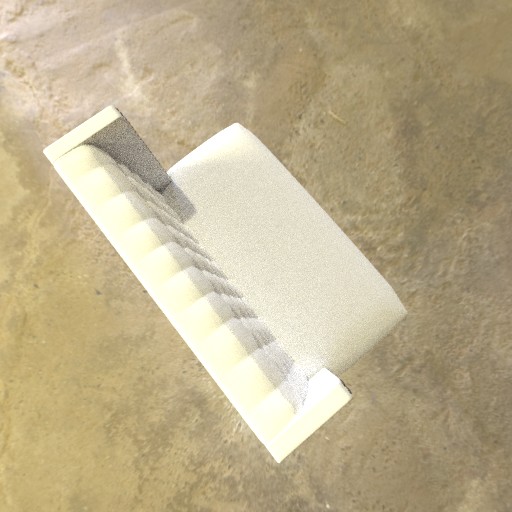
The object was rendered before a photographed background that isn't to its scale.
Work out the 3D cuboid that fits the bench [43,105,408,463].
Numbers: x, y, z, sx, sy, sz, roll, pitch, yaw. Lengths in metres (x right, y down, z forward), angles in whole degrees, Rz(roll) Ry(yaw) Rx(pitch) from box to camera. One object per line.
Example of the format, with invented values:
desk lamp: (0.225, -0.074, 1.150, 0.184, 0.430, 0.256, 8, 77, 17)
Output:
bench: (0.000, 0.000, 1.971, 0.847, 1.123, 1.280, -38, 79, -9)
